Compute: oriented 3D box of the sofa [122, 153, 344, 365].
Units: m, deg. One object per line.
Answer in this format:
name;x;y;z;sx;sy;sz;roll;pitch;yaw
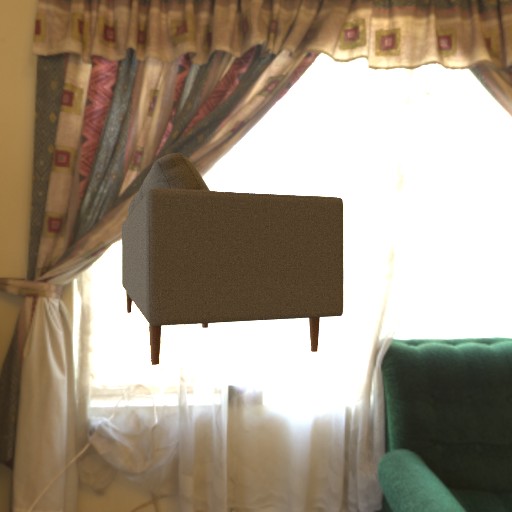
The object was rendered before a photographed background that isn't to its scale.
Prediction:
sofa;0.000;0.000;2.896;1.591;0.897;2.031;0;0;-19
